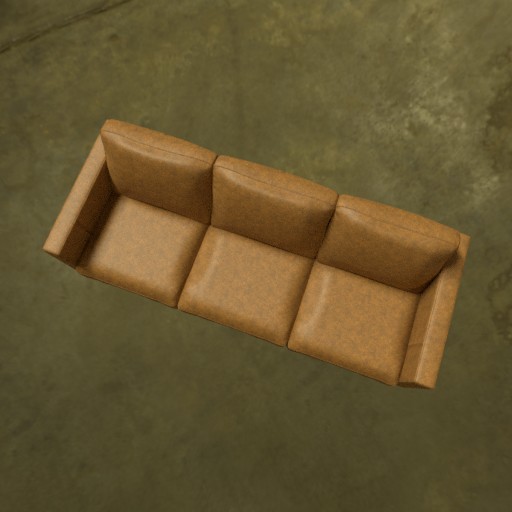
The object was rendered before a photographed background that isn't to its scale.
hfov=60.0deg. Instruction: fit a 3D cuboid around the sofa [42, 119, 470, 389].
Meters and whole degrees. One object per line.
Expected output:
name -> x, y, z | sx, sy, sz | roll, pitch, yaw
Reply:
sofa -> 0.000, 0.000, 2.670 | 2.231, 0.930, 0.903 | 19, 76, 5
